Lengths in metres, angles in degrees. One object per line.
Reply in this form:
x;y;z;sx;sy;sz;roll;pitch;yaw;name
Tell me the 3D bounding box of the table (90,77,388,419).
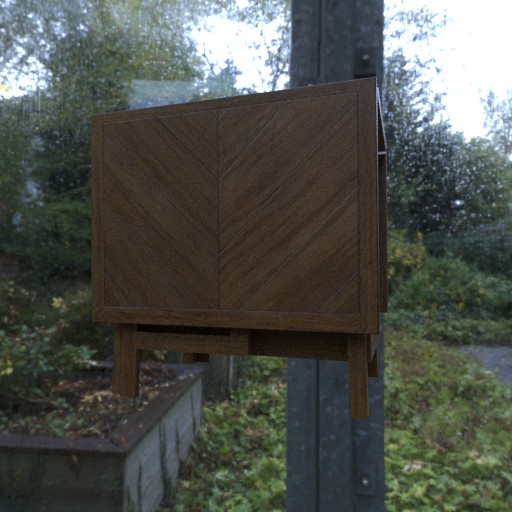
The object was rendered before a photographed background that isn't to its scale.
0.000;0.000;1.345;0.746;0.763;0.591;-1;-2;18;table
